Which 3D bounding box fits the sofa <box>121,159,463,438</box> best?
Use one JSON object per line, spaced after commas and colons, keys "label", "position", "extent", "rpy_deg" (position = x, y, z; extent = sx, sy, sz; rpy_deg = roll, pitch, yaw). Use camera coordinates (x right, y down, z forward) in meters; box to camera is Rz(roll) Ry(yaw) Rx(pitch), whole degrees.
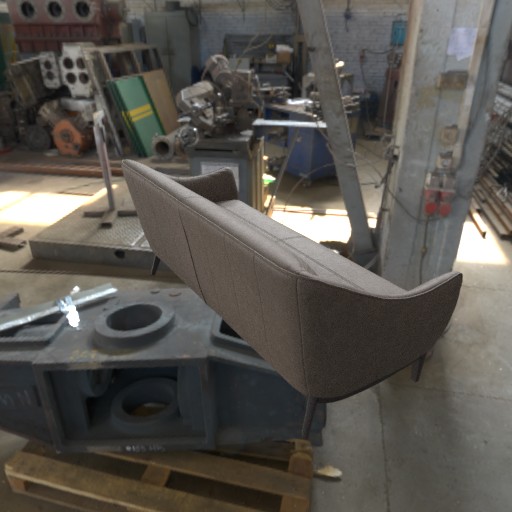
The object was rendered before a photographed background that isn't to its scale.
{"label": "sofa", "position": [0.000, 0.000, 2.432], "extent": [0.869, 0.831, 1.928], "rpy_deg": [-17, 32, -30]}
